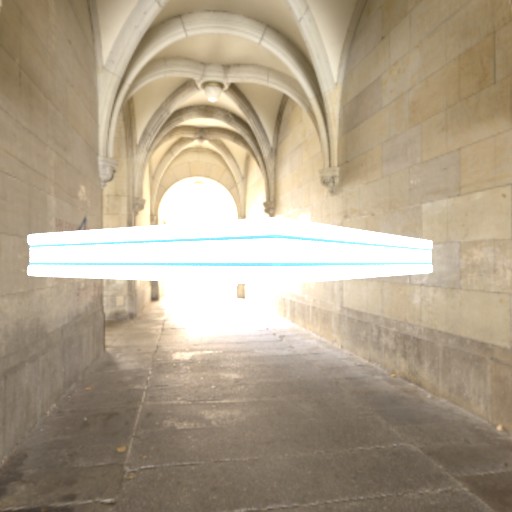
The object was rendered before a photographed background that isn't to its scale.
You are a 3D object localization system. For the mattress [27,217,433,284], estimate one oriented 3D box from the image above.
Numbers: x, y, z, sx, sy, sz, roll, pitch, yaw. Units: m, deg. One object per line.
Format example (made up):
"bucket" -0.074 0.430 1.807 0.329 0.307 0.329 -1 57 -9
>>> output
"mattress" 0.000 0.000 2.730 1.600 0.230 2.000 -1 -1 35
